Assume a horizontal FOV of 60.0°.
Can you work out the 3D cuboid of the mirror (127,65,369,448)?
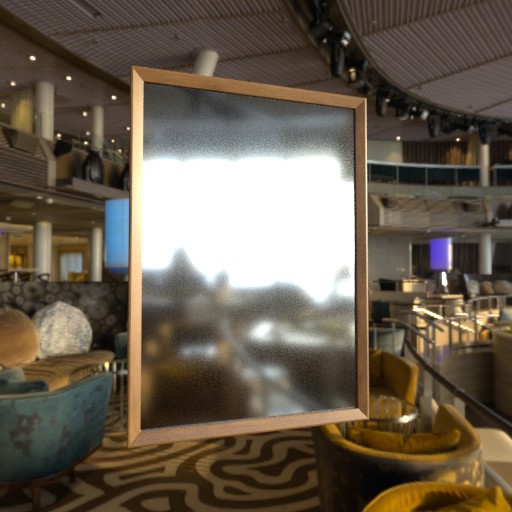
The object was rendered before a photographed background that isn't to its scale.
[{"bbox_3d":[0.000,0.000,0.918,0.508,0.711,0.039,1,-2,-18],"label":"mirror"}]
